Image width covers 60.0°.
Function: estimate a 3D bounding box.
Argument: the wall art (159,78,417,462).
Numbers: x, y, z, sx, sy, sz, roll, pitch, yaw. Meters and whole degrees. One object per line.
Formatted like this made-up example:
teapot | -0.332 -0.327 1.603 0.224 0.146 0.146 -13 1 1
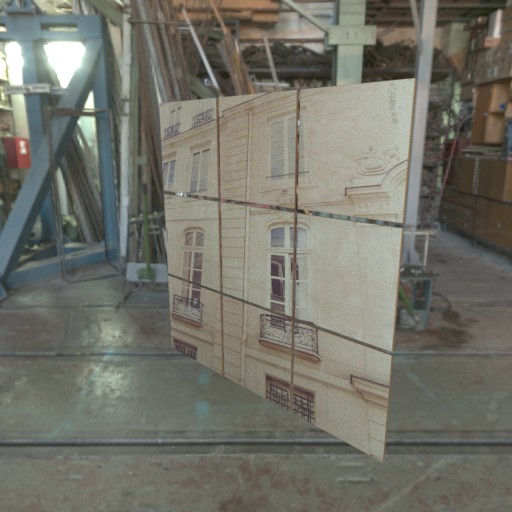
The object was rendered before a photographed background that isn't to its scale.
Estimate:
wall art | 0.000 0.000 2.210 1.526 1.522 0.023 14 20 43
